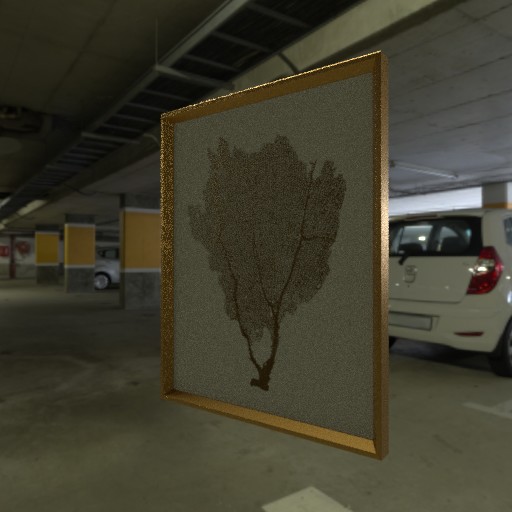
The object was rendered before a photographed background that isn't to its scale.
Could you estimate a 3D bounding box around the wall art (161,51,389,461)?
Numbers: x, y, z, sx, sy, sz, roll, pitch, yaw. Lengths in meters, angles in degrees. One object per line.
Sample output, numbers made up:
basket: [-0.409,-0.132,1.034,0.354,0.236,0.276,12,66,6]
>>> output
wall art: [0.000,0.000,1.021,0.610,0.762,0.038,0,0,37]
